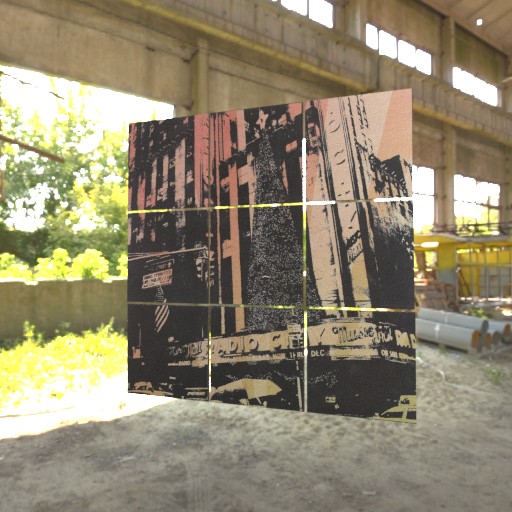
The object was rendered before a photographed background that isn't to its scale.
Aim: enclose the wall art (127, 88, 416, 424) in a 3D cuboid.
[{"bbox_3d":[0.000,0.000,1.362,0.919,0.917,0.010,-1,-2,19],"label":"wall art"}]
